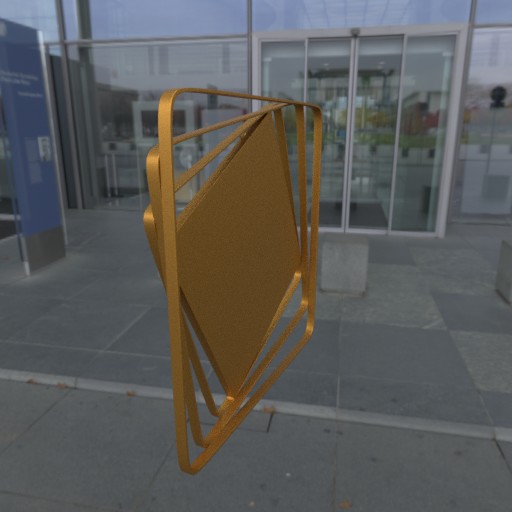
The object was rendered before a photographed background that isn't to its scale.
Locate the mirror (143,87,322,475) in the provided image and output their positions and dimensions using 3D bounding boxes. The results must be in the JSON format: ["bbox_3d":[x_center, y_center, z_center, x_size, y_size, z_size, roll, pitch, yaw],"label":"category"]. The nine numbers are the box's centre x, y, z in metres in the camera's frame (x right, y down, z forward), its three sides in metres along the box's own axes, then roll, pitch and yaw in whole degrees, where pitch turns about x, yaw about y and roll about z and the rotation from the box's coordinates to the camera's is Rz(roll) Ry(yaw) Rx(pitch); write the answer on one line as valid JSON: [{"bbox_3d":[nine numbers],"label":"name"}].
[{"bbox_3d":[0.000,0.000,0.689,0.045,0.468,0.470,8,18,25],"label":"mirror"}]
